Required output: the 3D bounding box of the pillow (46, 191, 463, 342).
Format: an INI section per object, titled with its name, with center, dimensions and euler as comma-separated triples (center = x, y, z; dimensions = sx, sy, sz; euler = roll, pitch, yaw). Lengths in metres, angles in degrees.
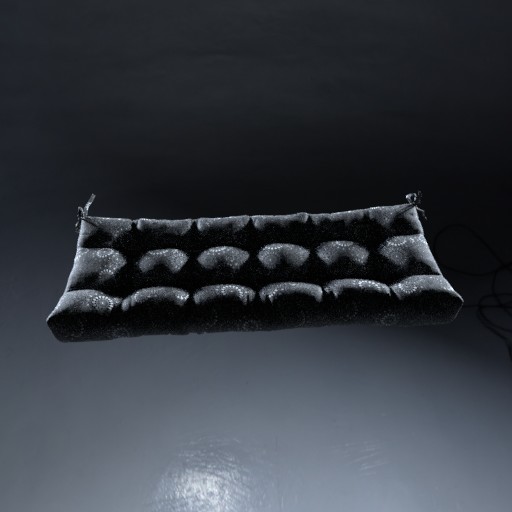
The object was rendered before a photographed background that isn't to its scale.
[pillow]
center = 0.000, 0.000, 1.368
dimensions = 1.194, 0.174, 0.511
euler = -2, 47, -2
